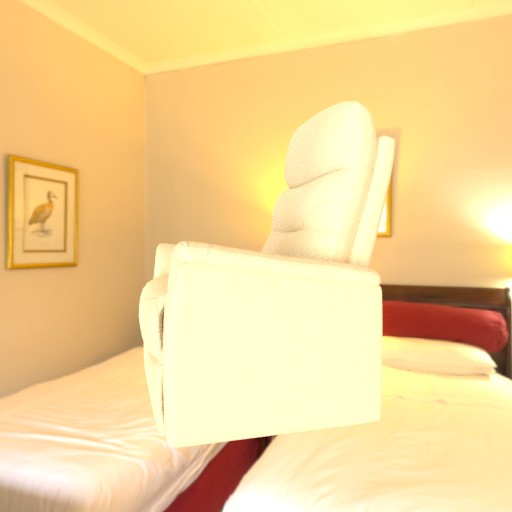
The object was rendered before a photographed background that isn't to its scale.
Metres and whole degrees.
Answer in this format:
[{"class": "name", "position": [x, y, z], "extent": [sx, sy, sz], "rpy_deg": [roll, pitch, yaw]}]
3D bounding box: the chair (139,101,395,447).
[{"class": "chair", "position": [0.000, 0.000, 1.640], "extent": [0.831, 1.082, 0.775], "rpy_deg": [0, 1, -17]}]
